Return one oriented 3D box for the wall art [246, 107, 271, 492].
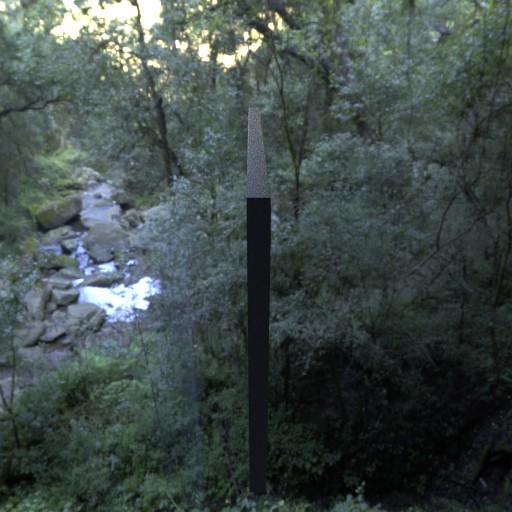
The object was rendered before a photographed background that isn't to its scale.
[{"bbox_3d":[0.000,0.000,0.851,0.027,0.458,0.657,0,26,-1],"label":"wall art"}]
